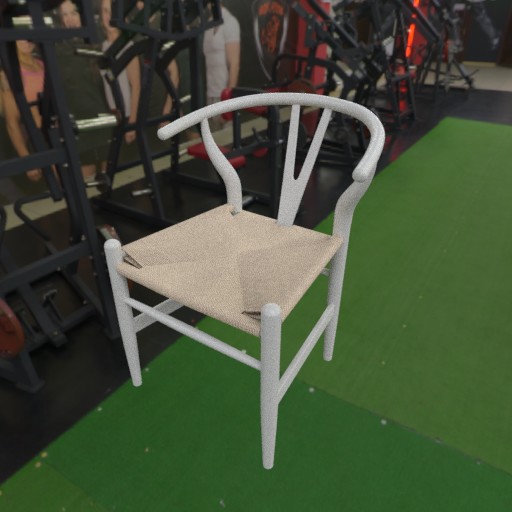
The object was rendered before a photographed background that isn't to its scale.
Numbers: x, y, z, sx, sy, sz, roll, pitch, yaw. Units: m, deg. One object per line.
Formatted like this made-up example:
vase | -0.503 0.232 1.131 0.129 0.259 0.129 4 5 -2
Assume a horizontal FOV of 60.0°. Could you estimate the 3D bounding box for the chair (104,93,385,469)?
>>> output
chair | 0.000 0.000 1.163 0.569 0.730 0.579 19 35 30
